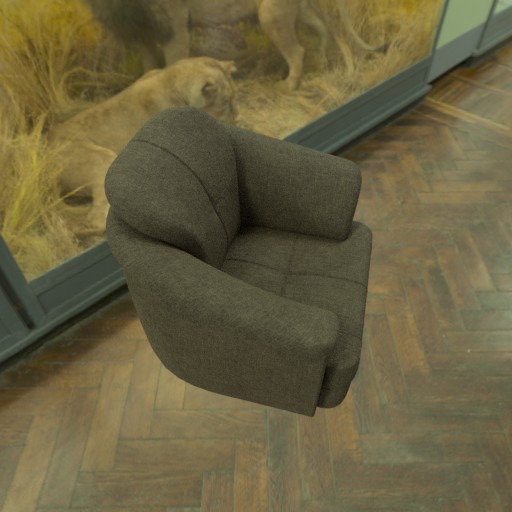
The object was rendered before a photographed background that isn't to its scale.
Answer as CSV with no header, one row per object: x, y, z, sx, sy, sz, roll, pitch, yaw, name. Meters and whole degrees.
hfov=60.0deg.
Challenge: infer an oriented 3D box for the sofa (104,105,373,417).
0.000,0.000,1.534,0.794,0.811,0.870,10,47,10,sofa
